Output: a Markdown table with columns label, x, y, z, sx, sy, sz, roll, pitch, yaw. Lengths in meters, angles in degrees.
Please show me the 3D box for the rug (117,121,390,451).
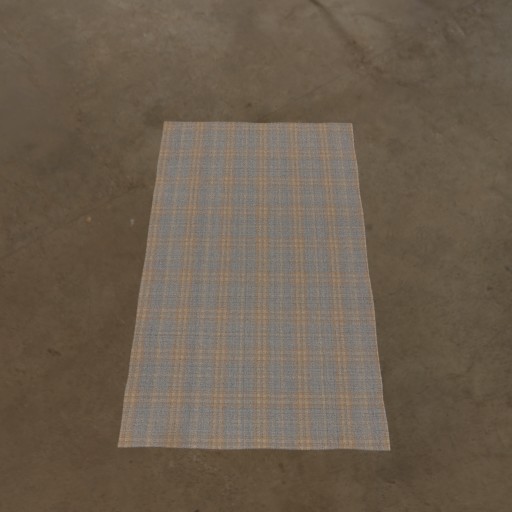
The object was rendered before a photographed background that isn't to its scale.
| label | x | y | z | sx | sy | sz | roll | pitch | yaw |
| --- | --- | --- | --- | --- | --- | --- | --- | --- | --- |
| rug | 0.000 | 0.000 | 3.056 | 1.545 | 0.016 | 2.460 | 1 | 63 | 0 |
